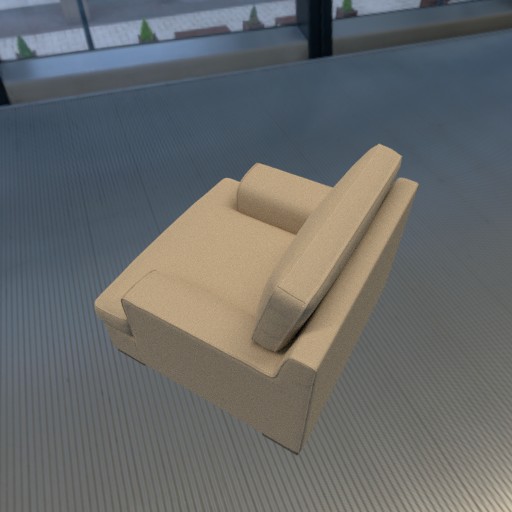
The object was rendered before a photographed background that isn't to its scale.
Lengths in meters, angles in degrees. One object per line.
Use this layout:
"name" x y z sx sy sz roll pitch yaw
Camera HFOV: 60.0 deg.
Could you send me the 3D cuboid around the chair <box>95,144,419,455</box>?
"chair" 0.000 0.000 2.177 1.274 1.005 1.293 17 49 16
